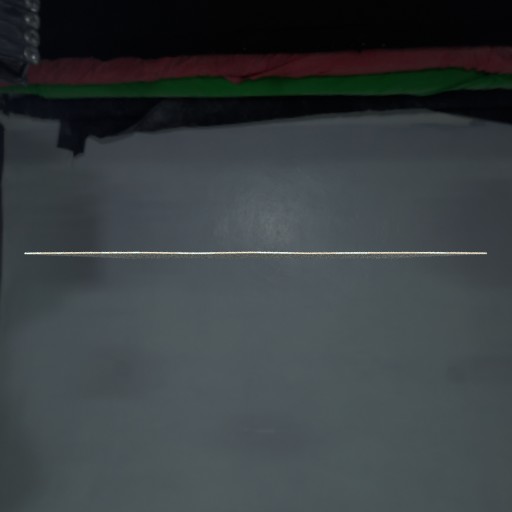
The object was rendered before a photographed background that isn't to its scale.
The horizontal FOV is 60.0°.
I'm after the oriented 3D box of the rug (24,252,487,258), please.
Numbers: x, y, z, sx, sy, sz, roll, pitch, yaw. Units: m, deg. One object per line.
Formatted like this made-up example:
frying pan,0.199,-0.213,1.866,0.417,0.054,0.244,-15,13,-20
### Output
rug,0.000,0.000,2.778,2.135,0.013,1.524,0,-1,1
